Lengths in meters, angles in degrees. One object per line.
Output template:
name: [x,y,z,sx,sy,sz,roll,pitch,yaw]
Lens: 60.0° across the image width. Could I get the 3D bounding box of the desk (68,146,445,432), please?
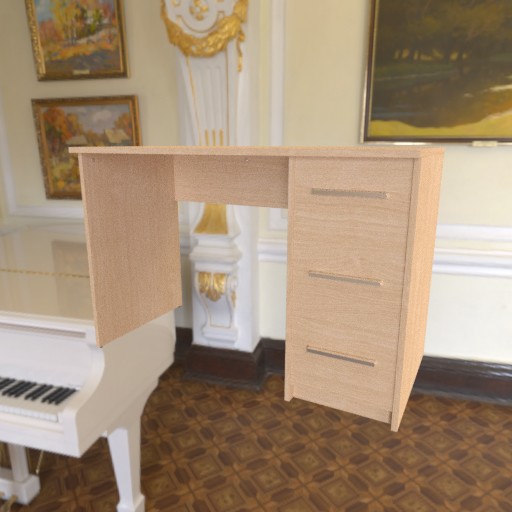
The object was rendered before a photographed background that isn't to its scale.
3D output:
desk: [0.000,0.000,1.539,1.097,0.735,0.560,7,16,27]
